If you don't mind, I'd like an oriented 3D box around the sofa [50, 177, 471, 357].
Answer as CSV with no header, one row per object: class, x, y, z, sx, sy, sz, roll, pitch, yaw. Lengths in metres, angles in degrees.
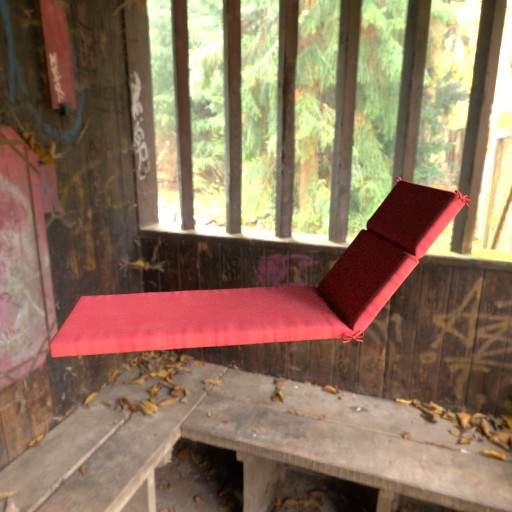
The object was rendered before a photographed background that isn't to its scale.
sofa,0.000,0.000,1.960,1.663,0.622,0.582,-2,16,-8
